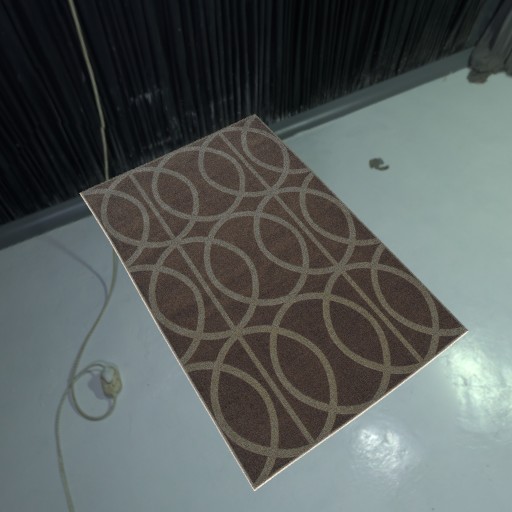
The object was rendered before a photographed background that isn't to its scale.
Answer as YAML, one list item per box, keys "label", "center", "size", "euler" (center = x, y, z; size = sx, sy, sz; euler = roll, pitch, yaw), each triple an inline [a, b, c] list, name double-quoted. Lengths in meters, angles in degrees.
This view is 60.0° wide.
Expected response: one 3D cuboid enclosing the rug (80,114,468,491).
- label: "rug"
  center: [0.000, 0.000, 2.901]
  size: [1.526, 0.014, 2.290]
  euler: [-29, 62, -17]
